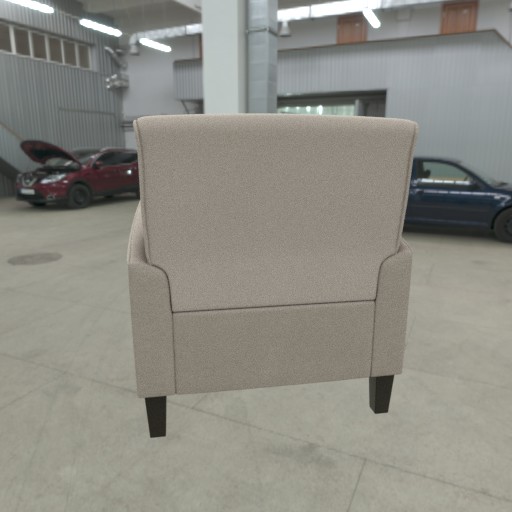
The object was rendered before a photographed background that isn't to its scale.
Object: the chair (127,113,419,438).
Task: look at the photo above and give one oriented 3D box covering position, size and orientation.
[{"bbox_3d":[0.000,0.000,1.580,0.820,0.915,0.820,-2,14,-10],"label":"chair"}]
